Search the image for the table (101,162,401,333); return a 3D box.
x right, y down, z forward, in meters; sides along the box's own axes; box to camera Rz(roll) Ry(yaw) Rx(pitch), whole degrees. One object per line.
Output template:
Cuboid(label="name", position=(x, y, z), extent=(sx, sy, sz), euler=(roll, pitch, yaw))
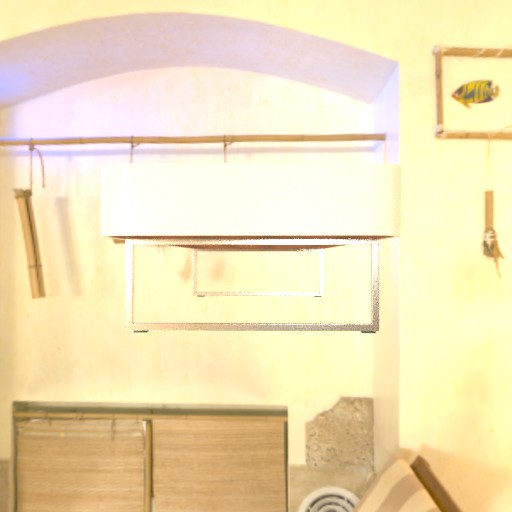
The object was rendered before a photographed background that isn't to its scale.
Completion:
Cuboid(label="table", position=(0.000, 0.000, 1.426), extent=(0.600, 0.340, 1.200), euler=(0, 0, 1))
